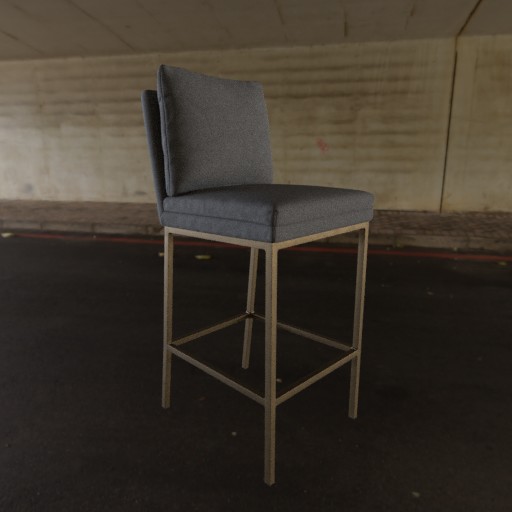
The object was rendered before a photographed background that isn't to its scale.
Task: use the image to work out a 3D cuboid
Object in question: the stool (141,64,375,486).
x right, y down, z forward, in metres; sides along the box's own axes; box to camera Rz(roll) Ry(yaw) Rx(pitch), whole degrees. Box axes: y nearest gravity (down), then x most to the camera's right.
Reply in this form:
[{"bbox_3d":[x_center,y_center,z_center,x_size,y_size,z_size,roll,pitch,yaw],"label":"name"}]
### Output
[{"bbox_3d":[0.000,0.000,1.414,0.569,1.130,0.463,13,19,42],"label":"stool"}]
